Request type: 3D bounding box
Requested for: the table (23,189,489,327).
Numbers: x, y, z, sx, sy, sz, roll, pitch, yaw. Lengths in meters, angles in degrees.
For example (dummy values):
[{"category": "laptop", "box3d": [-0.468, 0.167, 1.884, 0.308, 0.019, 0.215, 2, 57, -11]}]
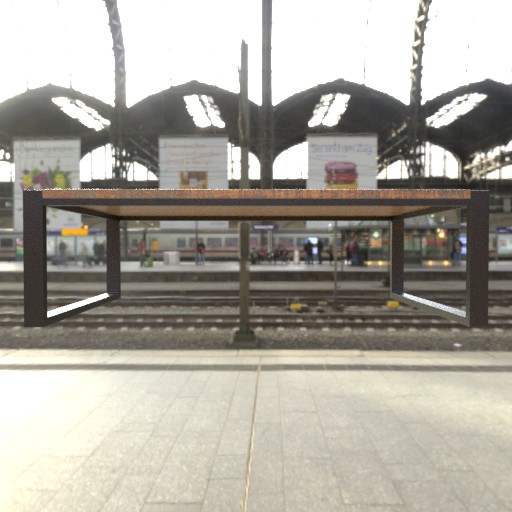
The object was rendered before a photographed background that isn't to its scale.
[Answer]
[{"category": "table", "box3d": [0.000, 0.000, 1.661, 1.350, 0.400, 0.750, 0, 1, 0]}]
